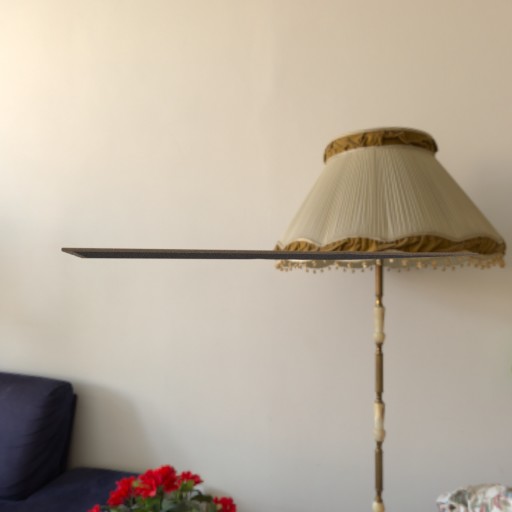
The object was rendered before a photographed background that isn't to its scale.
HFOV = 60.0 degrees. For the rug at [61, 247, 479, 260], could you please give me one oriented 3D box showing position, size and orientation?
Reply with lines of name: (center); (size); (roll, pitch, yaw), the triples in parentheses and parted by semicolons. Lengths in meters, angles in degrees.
rug: (0.000, 0.000, 2.997); (2.290, 0.021, 1.540); (1, -2, -18)
